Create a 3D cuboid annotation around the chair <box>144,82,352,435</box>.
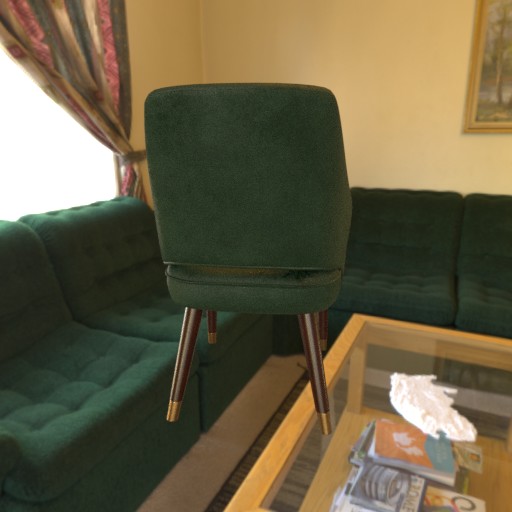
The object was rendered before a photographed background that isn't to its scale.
[{"bbox_3d":[0.000,0.000,1.589,0.683,1.081,0.794,2,15,7],"label":"chair"}]
